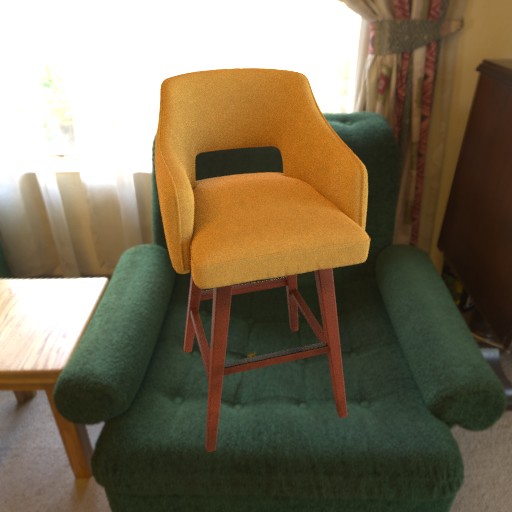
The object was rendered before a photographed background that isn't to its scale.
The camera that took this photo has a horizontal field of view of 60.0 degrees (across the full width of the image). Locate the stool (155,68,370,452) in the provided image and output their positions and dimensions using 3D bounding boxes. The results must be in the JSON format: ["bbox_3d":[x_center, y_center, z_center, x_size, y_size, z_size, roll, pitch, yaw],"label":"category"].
[{"bbox_3d":[0.000,0.000,1.375,0.548,1.012,0.558,-9,32,-14],"label":"stool"}]
